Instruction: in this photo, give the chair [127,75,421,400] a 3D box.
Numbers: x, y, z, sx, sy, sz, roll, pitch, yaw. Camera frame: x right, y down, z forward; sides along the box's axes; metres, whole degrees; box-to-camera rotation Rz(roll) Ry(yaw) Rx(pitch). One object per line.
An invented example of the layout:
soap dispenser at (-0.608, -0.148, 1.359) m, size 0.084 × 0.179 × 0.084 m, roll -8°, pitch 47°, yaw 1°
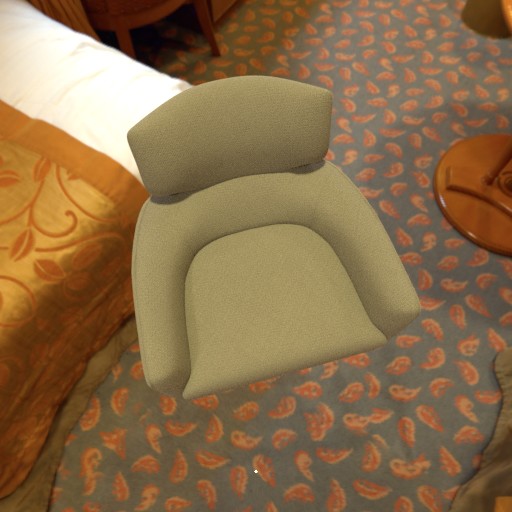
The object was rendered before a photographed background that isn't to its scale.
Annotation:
chair at (0.000, 0.000, 1.402) m, size 0.760 × 0.810 × 0.730 m, roll -14°, pitch 65°, yaw -7°
